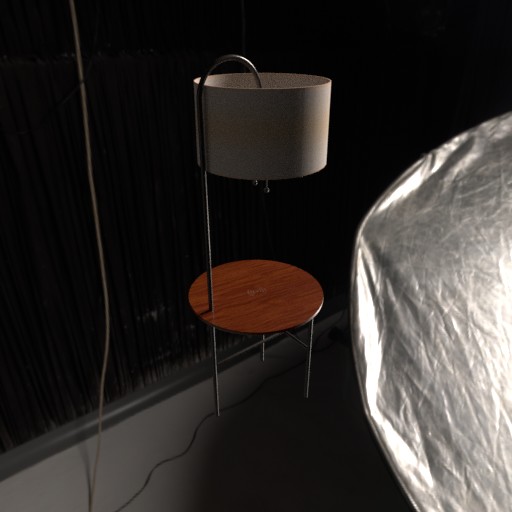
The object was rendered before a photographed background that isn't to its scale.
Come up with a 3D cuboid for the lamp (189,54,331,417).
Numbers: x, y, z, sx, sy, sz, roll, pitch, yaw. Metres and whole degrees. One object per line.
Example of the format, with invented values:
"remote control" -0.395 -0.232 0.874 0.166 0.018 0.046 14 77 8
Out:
"lamp" 0.000 0.000 1.822 0.573 1.517 0.573 0 28 0
